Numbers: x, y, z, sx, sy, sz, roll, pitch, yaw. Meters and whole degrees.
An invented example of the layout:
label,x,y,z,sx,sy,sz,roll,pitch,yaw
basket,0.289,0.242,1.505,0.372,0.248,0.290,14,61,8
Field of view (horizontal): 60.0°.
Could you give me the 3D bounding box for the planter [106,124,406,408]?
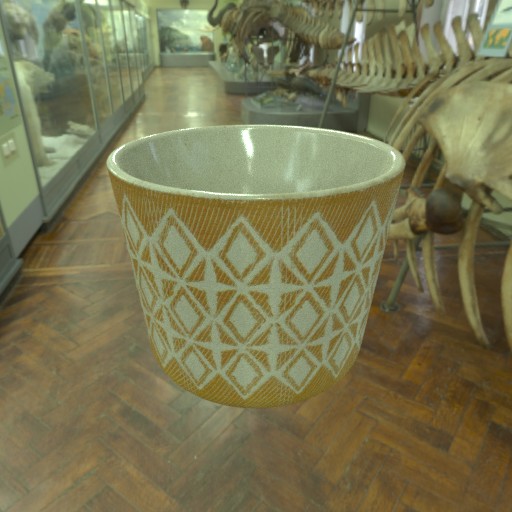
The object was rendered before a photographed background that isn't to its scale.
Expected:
label,x,y,z,sx,sy,sz,roll,pitch,yaw
planter,0.000,0.000,0.218,0.126,0.104,0.126,0,26,0
